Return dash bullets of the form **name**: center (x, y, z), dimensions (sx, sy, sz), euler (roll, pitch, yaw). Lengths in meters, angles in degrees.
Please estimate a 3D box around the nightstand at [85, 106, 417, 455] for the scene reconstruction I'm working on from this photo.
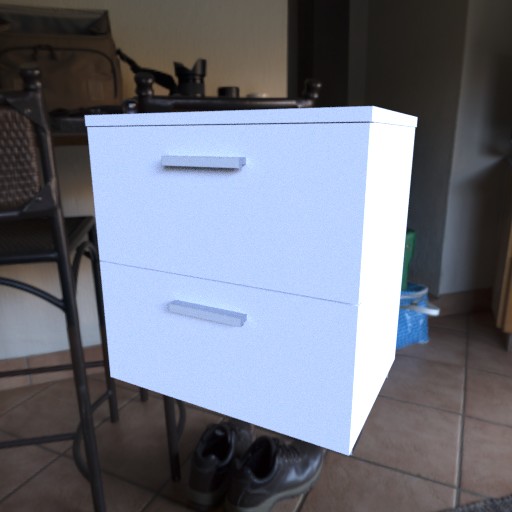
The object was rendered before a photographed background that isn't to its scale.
- **nightstand**: center (0.000, 0.000, 0.765), dimensions (0.441, 0.460, 0.325), euler (8, 17, 27)
